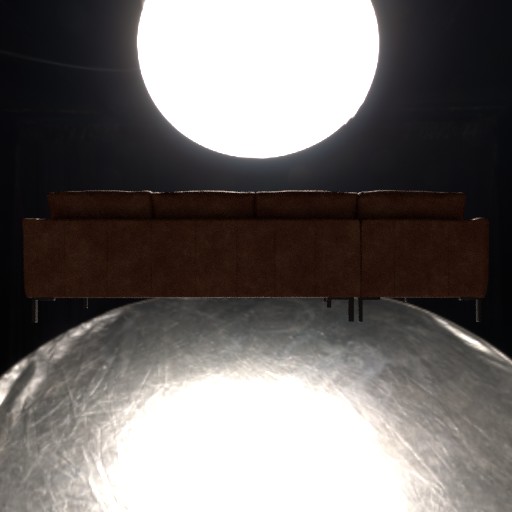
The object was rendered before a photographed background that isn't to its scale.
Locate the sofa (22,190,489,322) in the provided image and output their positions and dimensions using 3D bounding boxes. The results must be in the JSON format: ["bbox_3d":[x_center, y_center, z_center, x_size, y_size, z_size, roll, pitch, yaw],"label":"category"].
[{"bbox_3d":[0.000,0.000,3.540,2.993,0.859,1.471,0,-1,-1],"label":"sofa"}]
